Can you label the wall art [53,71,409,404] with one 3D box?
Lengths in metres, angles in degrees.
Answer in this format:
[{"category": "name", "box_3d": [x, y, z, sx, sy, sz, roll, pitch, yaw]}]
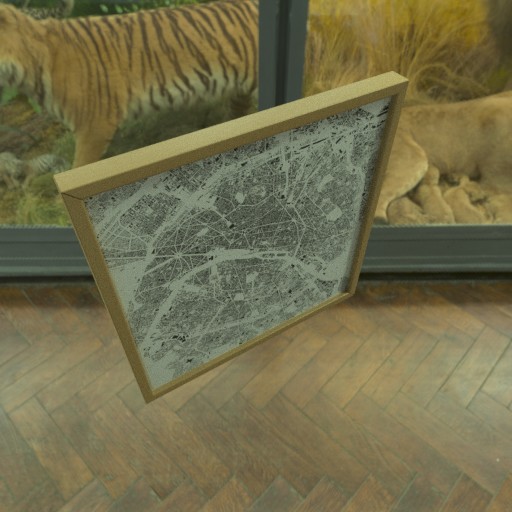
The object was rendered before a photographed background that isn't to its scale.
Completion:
[{"category": "wall art", "box_3d": [0.000, 0.000, 0.758, 0.509, 0.509, 0.036, -24, 51, -21]}]
